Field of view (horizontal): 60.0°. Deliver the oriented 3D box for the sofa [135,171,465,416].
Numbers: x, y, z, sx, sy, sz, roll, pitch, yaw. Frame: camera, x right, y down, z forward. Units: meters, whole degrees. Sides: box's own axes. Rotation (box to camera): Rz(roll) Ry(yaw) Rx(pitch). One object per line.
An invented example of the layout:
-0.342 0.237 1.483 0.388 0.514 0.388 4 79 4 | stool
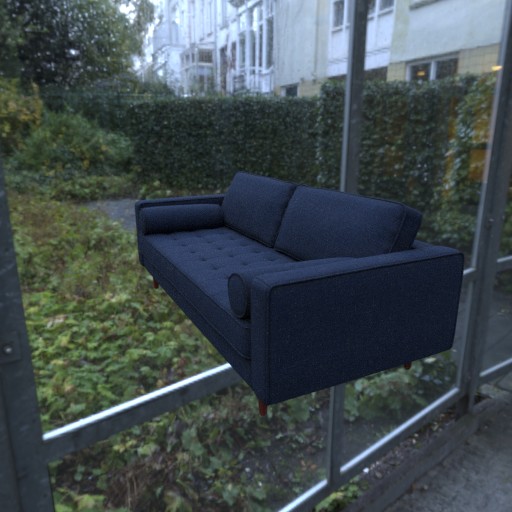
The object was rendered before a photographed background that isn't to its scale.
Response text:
0.000 0.000 2.390 0.914 0.762 1.880 -8 18 -26 | sofa
